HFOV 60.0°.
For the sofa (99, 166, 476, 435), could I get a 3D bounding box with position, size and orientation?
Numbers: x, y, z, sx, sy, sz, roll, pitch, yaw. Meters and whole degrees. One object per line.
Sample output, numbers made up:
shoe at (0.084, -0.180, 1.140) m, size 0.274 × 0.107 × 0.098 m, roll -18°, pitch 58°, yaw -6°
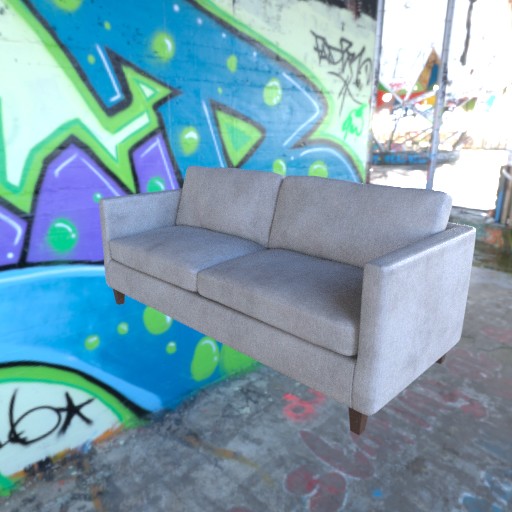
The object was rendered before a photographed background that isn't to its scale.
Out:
sofa at (0.000, 0.000, 2.703) m, size 2.208 × 0.965 × 0.951 m, roll 16°, pitch 23°, yaw 42°
